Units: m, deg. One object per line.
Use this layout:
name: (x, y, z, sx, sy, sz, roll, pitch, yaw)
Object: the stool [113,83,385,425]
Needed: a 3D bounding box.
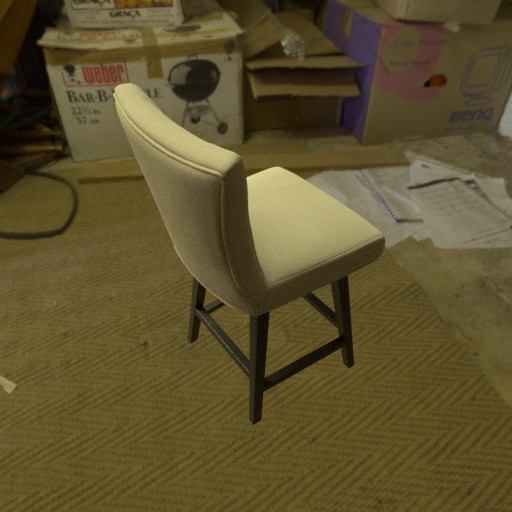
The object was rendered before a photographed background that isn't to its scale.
stool: (0.000, 0.000, 1.353, 0.574, 1.000, 0.514, -25, 46, -27)
